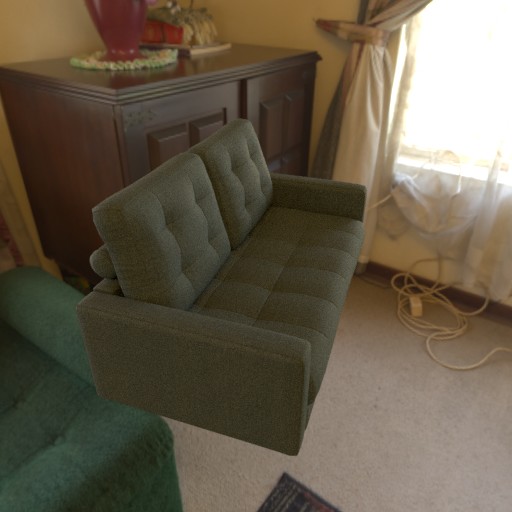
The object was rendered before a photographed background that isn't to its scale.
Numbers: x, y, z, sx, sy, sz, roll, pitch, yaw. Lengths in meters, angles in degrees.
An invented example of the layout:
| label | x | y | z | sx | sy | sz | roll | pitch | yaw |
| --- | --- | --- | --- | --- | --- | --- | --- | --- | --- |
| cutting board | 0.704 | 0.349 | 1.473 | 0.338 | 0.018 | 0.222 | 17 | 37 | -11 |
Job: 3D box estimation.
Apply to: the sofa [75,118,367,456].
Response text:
| label | x | y | z | sx | sy | sz | roll | pitch | yaw |
| --- | --- | --- | --- | --- | --- | --- | --- | --- | --- |
| sofa | 0.000 | 0.000 | 1.967 | 0.842 | 0.907 | 1.407 | 10 | 32 | 17 |
